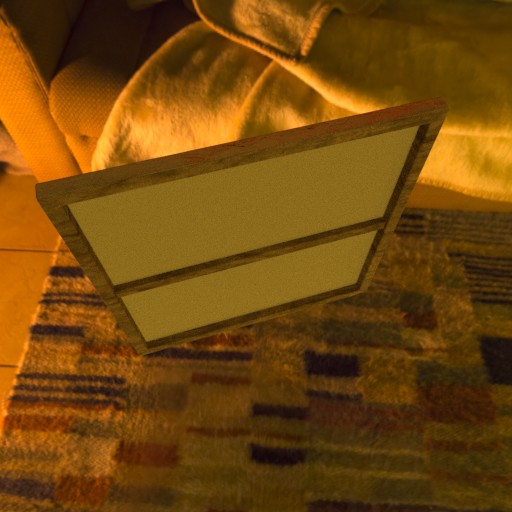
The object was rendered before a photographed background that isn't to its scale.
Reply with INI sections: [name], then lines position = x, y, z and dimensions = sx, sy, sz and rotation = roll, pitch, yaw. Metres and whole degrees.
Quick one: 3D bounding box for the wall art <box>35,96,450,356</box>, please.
[wall art]
position = 0.000, 0.000, 1.090
dimensions = 0.747, 0.747, 0.035
rotation = -15, 59, -9
